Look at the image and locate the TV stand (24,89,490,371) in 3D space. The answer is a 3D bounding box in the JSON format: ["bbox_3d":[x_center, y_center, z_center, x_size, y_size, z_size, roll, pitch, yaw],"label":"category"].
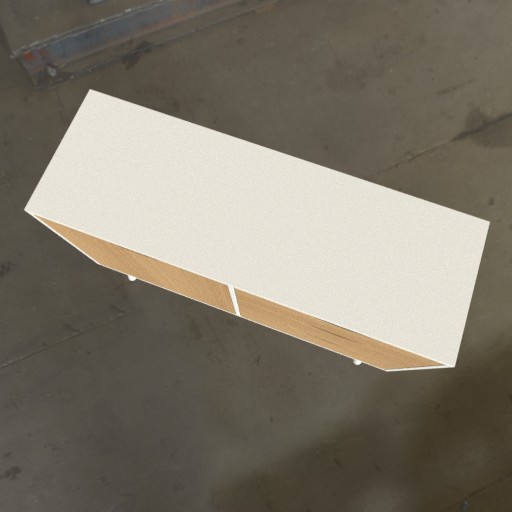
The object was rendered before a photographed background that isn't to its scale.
[{"bbox_3d":[0.000,0.000,1.589,1.193,0.812,0.406,20,75,5],"label":"TV stand"}]
